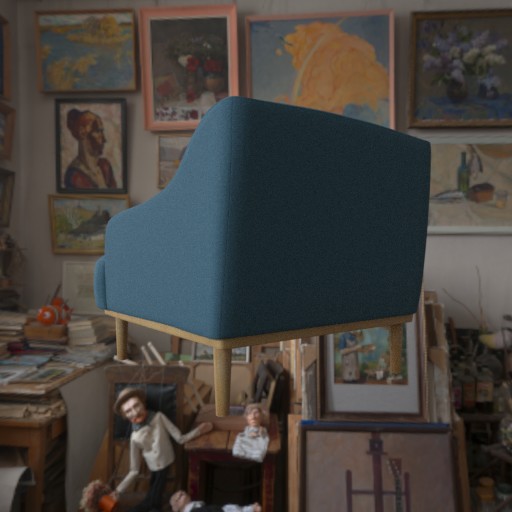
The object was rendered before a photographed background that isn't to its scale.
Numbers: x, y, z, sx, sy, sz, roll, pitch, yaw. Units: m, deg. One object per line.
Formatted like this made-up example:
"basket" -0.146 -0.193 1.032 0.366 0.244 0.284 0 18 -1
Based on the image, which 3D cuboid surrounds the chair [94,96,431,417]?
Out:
"chair" 0.000 0.000 1.645 0.946 0.818 0.951 0 1 -35
